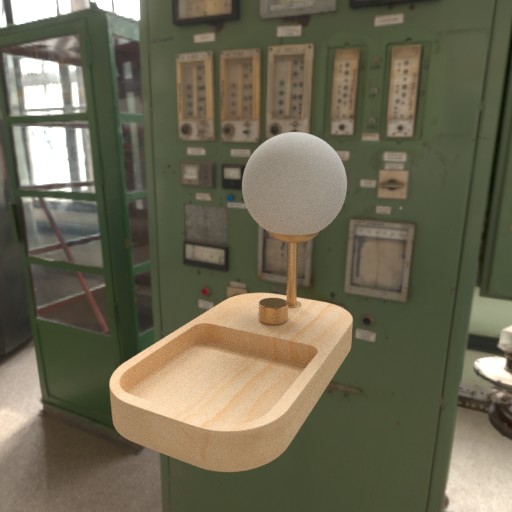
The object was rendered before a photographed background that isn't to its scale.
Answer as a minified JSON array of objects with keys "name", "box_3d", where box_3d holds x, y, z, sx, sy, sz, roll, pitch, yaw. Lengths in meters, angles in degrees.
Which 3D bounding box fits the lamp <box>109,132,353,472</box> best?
[{"name":"lamp","box_3d":[0.000,0.000,0.465,0.173,0.253,0.331,7,17,26]}]
